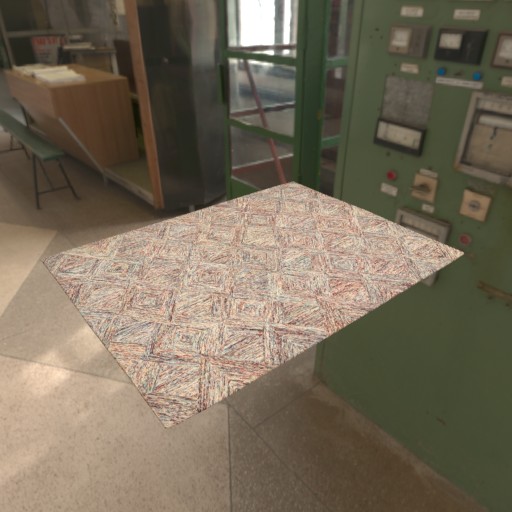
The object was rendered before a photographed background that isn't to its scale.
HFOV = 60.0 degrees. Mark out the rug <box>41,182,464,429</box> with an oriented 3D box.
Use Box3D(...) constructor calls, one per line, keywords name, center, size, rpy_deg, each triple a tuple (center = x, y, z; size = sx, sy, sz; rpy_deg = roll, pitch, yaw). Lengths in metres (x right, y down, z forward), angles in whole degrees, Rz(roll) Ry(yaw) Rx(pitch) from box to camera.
Box3D(name="rug", center=(0.000, 0.000, 4.193), size=(3.226, 0.024, 2.436), rpy_deg=(-22, 37, -33))
